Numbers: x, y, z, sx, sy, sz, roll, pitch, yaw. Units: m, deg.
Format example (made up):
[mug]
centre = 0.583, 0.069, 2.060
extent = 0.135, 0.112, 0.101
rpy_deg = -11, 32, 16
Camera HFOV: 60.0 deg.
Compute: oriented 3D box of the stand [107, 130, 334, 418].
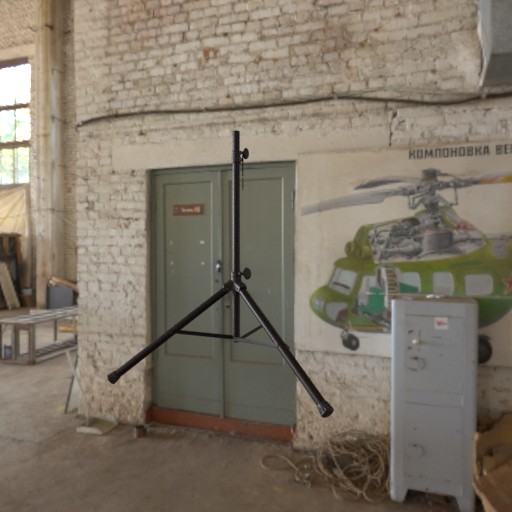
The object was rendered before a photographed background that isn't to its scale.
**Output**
[stand]
centre = 0.000, 0.000, 1.910
extent = 1.045, 1.136, 0.907
rpy_deg = -1, 1, -35
